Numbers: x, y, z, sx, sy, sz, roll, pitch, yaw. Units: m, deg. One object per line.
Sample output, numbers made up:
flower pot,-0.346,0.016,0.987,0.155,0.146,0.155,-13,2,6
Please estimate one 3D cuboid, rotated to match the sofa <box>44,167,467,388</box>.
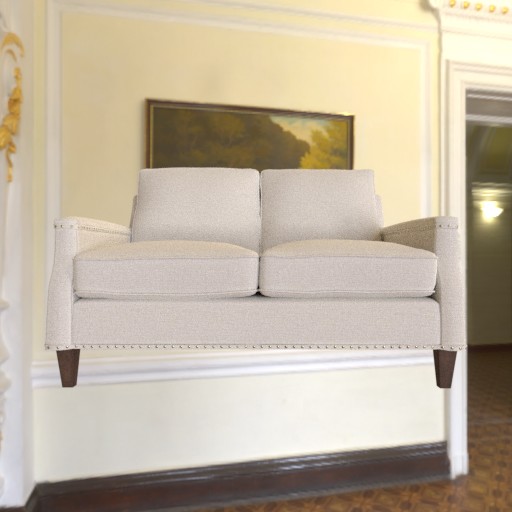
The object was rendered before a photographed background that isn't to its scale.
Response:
sofa,0.000,0.000,2.177,1.597,1.003,1.084,0,0,0
